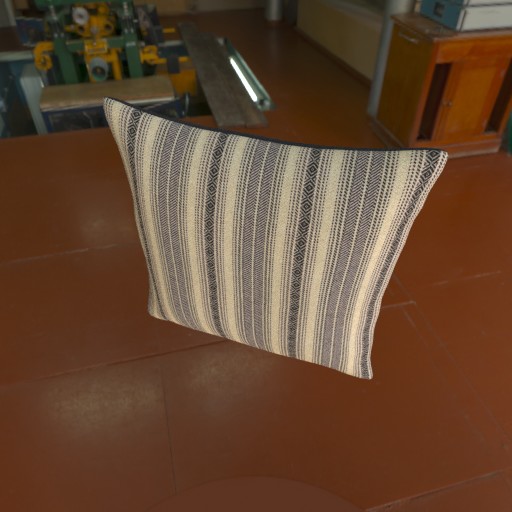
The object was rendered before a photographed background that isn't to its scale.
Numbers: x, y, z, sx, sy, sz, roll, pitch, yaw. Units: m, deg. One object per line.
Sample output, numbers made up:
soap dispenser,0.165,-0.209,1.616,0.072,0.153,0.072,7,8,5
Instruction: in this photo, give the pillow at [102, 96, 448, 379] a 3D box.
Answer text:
pillow,0.000,0.000,0.797,0.520,0.508,0.166,13,44,14
